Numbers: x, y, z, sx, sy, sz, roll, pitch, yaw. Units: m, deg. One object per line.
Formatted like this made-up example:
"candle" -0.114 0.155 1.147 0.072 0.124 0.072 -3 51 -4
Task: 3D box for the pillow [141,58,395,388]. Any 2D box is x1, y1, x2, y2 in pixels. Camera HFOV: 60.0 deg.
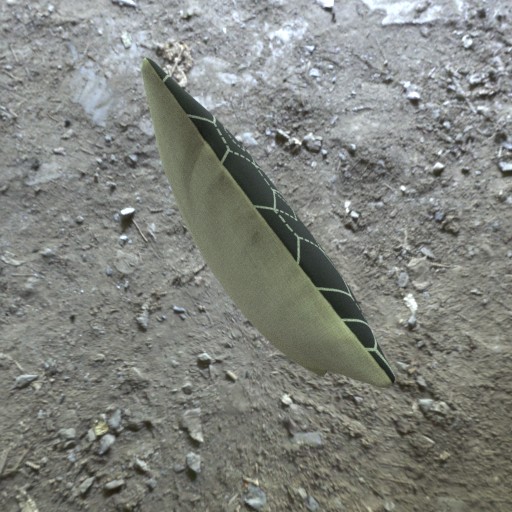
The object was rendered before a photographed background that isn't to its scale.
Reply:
"pillow" 0.000 0.000 0.783 0.158 0.508 0.517 -35 79 -8
